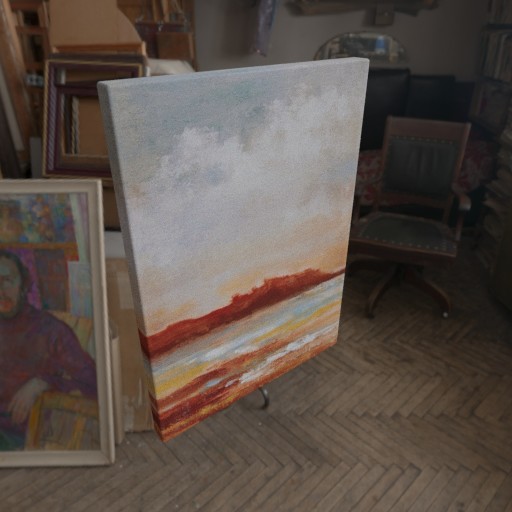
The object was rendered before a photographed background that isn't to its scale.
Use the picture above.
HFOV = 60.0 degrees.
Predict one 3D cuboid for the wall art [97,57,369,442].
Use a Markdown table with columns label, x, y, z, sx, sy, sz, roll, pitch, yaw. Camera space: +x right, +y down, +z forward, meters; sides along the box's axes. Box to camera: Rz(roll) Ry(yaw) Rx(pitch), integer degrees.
| label | x | y | z | sx | sy | sz | roll | pitch | yaw |
| --- | --- | --- | --- | --- | --- | --- | --- | --- | --- |
| wall art | 0.000 | 0.000 | 0.770 | 0.443 | 0.605 | 0.035 | -21 | 36 | -32 |
